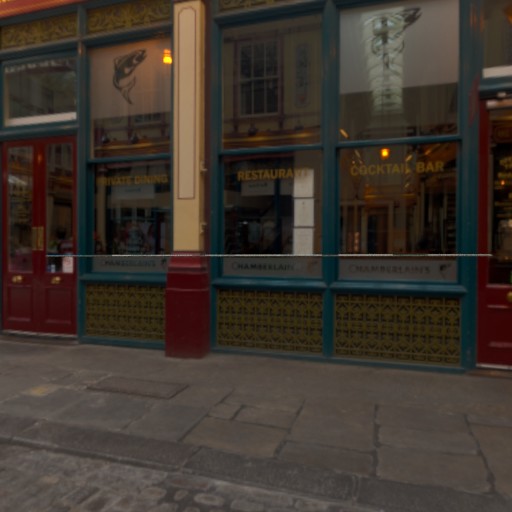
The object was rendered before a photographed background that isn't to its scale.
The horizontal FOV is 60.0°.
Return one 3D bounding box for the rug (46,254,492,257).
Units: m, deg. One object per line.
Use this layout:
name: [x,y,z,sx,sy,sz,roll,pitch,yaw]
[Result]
rug: [0.000,0.000,2.691,2.437,0.008,0.774,0,0,17]
